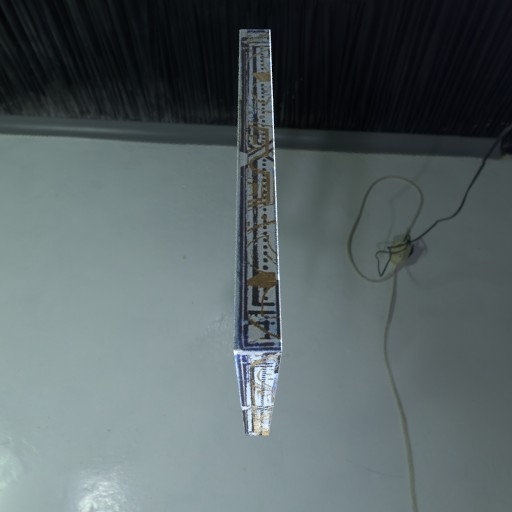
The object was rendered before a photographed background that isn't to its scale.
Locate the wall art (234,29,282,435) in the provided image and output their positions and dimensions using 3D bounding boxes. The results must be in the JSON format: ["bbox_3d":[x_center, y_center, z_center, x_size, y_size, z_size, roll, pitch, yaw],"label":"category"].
[{"bbox_3d":[0.000,0.000,0.622,0.038,0.410,0.411,0,60,0],"label":"wall art"}]
